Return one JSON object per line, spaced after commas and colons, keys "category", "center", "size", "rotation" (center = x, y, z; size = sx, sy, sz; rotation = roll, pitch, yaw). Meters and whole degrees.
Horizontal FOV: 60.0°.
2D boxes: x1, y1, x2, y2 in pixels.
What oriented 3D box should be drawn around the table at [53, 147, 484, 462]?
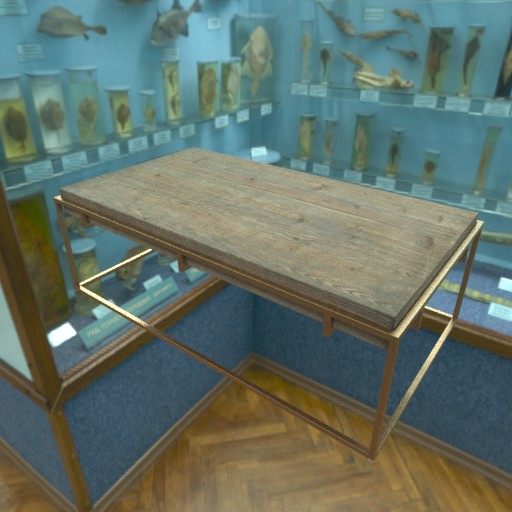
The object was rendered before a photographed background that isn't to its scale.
{"category": "table", "center": [0.000, 0.000, 1.717], "size": [1.387, 0.468, 0.775], "rotation": [20, 35, 32]}
